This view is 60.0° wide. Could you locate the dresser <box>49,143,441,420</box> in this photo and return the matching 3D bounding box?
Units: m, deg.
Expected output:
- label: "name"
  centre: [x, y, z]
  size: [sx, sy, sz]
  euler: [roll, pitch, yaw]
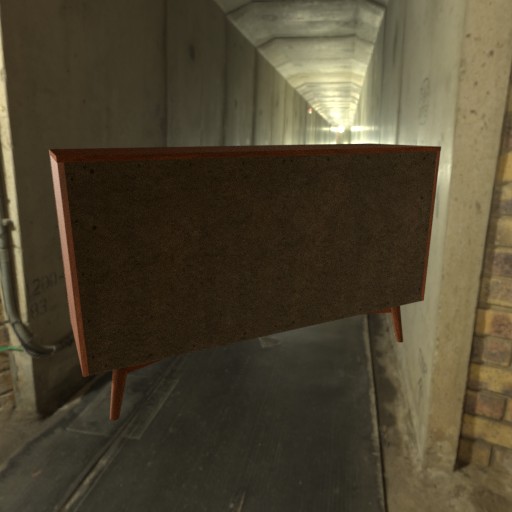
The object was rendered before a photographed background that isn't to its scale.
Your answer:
- label: "dresser"
  centre: [0.000, 0.000, 1.869]
  size: [1.472, 0.889, 0.500]
  euler: [-8, 18, -25]
